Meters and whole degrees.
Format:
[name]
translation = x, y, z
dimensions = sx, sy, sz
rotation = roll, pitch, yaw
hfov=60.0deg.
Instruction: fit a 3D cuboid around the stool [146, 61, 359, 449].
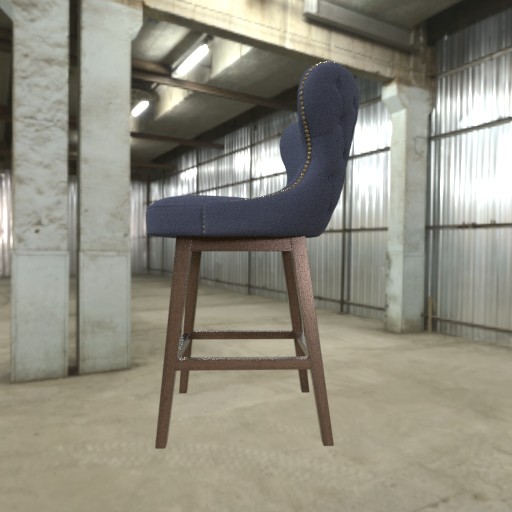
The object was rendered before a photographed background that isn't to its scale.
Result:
[stool]
translation = 0.000, 0.000, 1.352
dimensions = 0.597, 0.972, 0.615
rotation = 0, 1, -2
